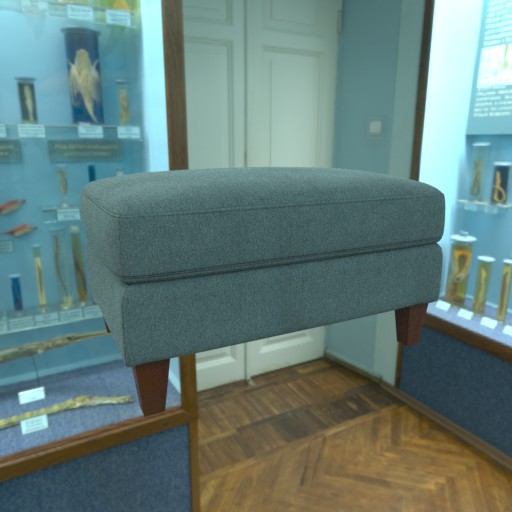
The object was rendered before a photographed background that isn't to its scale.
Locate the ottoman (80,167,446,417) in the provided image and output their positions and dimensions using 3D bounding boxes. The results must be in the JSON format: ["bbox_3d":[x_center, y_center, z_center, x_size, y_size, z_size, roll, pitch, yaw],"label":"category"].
[{"bbox_3d":[0.000,0.000,1.242,0.864,0.483,0.584,-7,16,-26],"label":"ottoman"}]
